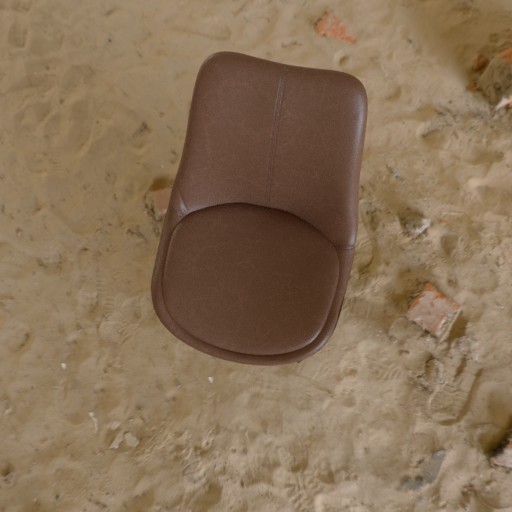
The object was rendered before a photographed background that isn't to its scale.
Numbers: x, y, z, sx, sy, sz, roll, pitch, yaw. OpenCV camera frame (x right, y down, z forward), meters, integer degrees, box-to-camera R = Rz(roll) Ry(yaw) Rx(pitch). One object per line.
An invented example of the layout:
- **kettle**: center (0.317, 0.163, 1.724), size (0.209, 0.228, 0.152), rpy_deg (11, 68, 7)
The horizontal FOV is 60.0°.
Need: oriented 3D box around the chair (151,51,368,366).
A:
- **chair**: center (0.000, 0.000, 1.156), size (0.475, 0.850, 0.550), rpy_deg (12, 76, 3)
